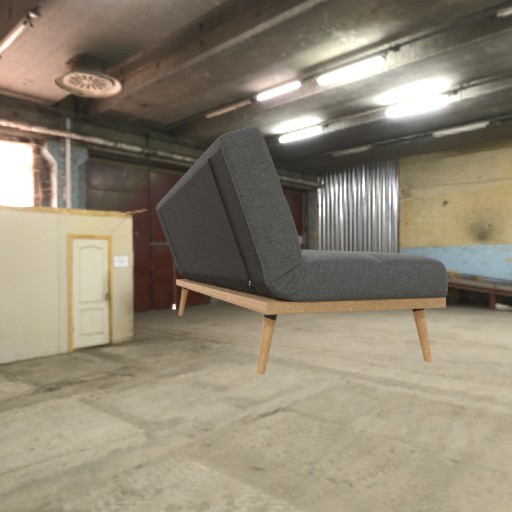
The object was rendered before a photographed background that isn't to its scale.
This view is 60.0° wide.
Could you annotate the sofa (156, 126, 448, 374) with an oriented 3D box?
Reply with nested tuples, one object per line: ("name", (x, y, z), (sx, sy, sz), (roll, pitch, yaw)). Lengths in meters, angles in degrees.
("sofa", (0.000, 0.000, 2.255), (0.820, 0.770, 1.820), (0, -1, -19))
